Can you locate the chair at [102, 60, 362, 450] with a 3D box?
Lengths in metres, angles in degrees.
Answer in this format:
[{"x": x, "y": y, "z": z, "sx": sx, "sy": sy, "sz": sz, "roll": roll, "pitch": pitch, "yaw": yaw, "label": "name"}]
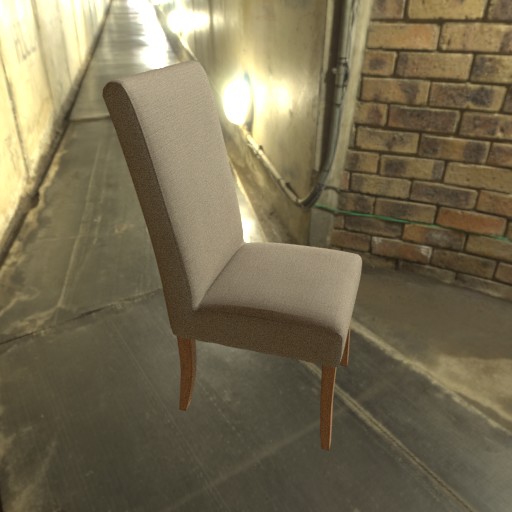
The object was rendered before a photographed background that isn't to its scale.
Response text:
[{"x": 0.000, "y": 0.000, "z": 1.344, "sx": 0.611, "sy": 1.033, "sz": 0.450, "roll": 9, "pitch": 31, "yaw": 16, "label": "chair"}]
